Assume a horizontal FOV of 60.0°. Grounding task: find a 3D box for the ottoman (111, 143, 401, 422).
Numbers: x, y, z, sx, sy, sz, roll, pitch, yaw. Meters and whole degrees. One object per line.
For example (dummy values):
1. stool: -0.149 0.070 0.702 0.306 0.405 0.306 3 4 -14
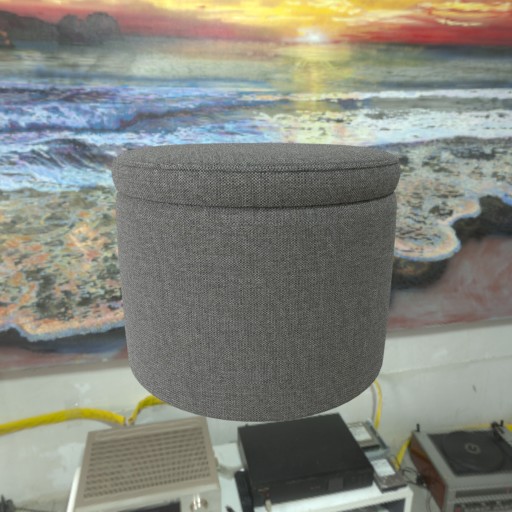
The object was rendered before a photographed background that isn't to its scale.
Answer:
1. ottoman: 0.000 0.000 0.880 0.520 0.430 0.520 0 16 0
